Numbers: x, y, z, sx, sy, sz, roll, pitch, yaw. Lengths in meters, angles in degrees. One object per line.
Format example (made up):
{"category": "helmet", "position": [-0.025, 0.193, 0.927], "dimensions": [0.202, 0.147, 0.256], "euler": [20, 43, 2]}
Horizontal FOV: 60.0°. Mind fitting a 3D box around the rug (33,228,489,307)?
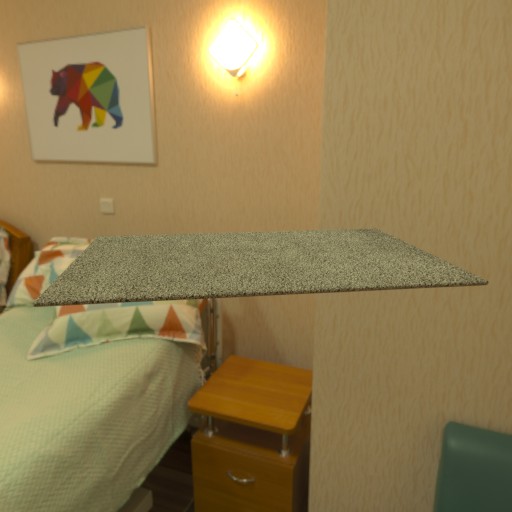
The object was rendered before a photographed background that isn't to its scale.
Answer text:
{"category": "rug", "position": [0.000, 0.000, 3.471], "dimensions": [2.743, 0.030, 1.778], "euler": [-2, 15, -8]}
